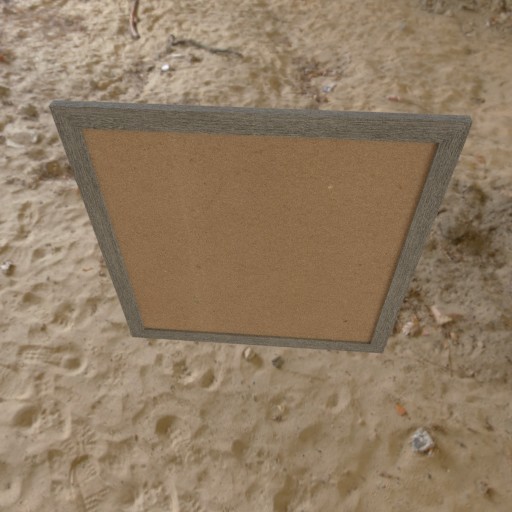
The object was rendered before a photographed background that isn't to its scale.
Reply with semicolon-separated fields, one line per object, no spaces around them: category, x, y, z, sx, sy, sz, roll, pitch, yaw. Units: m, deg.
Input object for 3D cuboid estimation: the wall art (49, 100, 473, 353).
wall art;0.000;0.000;0.968;0.685;0.685;0.020;3;46;3
